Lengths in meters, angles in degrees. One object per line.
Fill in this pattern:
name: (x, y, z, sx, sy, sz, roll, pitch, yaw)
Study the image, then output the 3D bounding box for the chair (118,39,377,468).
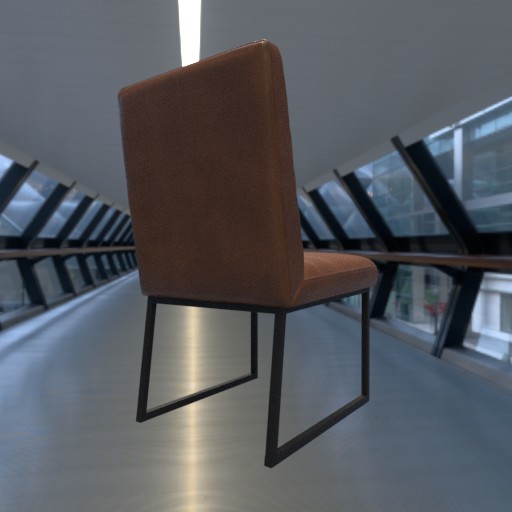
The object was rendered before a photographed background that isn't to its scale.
chair: (0.000, 0.000, 1.313, 0.520, 0.930, 0.634, 0, 0, 36)
